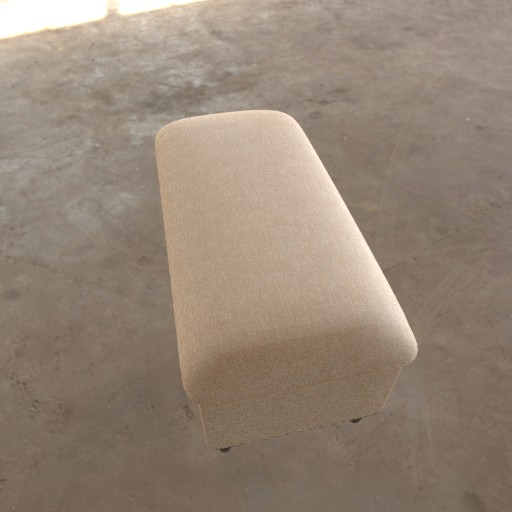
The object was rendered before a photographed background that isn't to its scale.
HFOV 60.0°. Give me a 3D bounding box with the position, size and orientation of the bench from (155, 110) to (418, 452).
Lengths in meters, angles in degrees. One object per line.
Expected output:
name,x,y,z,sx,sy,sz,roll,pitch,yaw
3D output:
bench,0.000,0.000,1.284,0.483,0.483,0.991,-9,47,-9
